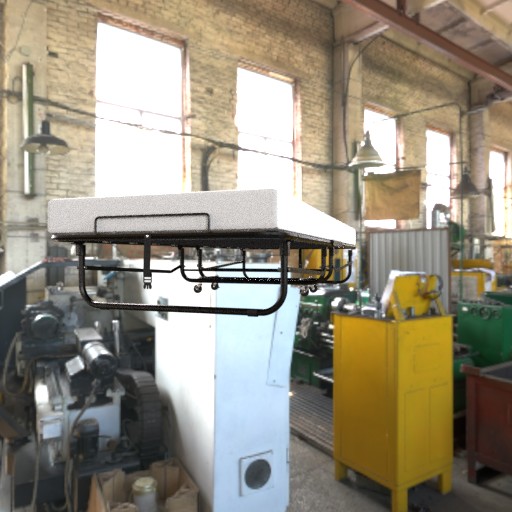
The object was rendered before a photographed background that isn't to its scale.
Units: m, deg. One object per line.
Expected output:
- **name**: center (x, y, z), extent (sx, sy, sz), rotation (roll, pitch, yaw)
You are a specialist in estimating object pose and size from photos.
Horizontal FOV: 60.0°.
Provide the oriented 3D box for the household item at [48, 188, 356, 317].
- **household item**: center (0.000, 0.000, 2.133), extent (0.787, 0.356, 1.905), rotation (0, 0, 19)
